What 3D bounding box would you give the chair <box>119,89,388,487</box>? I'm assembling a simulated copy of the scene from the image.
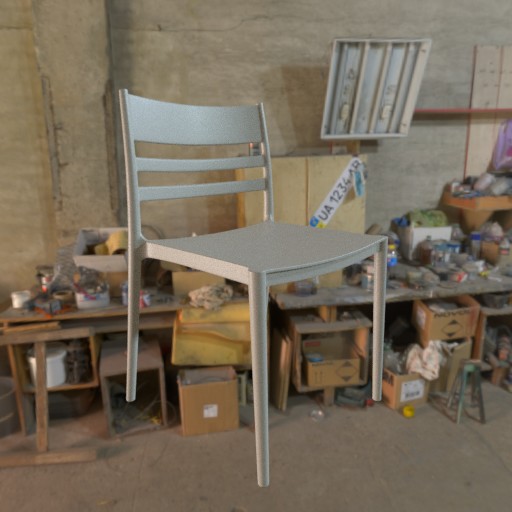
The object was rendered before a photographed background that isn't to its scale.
[{"bbox_3d":[0.000,0.000,1.132,0.511,0.800,0.531,13,19,43],"label":"chair"}]
